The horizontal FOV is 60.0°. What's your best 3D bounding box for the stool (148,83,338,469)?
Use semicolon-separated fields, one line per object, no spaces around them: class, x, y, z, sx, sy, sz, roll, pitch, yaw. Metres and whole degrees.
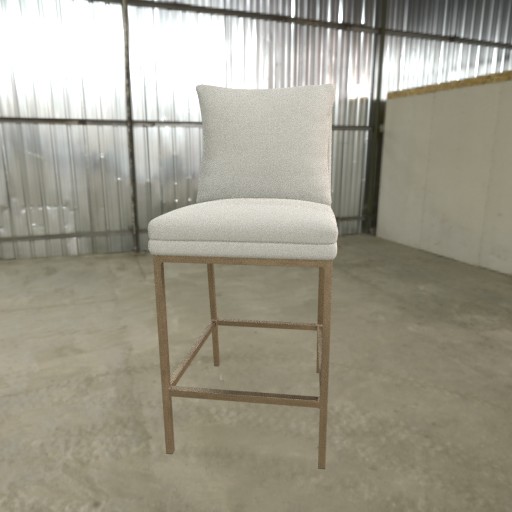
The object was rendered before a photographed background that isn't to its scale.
stool;0.000;0.000;1.349;0.463;1.032;0.572;2;15;8
